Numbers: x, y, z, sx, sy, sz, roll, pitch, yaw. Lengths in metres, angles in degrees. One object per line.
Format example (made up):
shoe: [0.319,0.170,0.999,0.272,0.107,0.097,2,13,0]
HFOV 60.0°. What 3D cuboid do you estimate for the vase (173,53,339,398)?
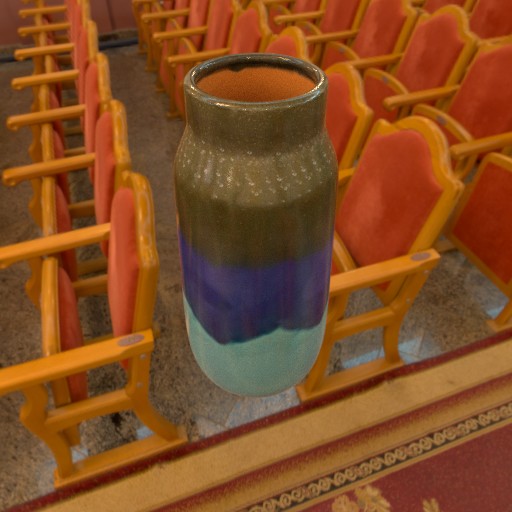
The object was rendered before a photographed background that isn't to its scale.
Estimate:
vase: [0.000,0.000,0.388,0.139,0.313,0.139,0,42,0]
